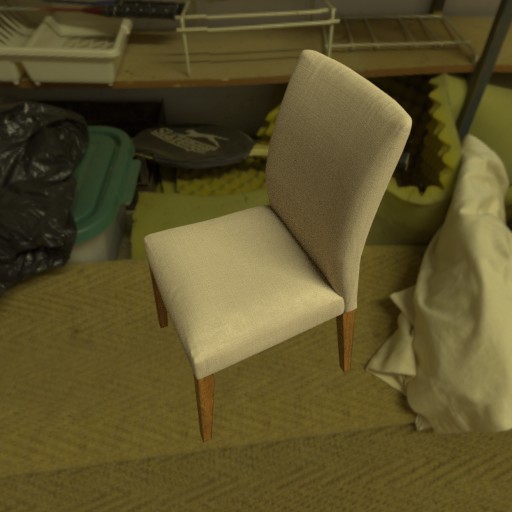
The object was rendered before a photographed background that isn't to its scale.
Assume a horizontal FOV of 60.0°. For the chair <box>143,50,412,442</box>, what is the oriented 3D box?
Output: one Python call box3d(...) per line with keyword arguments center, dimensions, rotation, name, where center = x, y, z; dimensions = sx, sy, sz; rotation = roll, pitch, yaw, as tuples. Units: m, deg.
box3d(center=(0.000, 0.000, 1.277), dimensions=(0.585, 0.940, 0.496), rotation=(-18, 48, -17), name="chair")
